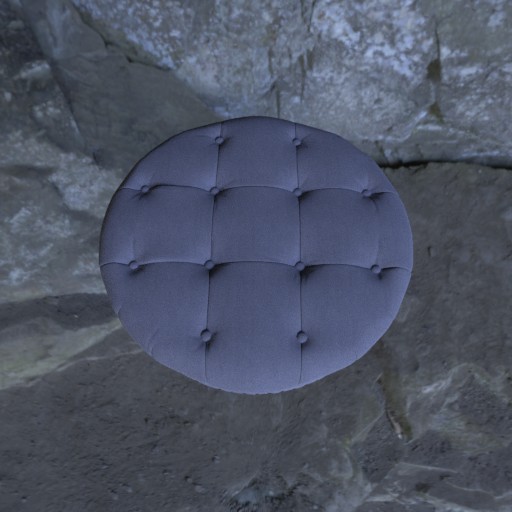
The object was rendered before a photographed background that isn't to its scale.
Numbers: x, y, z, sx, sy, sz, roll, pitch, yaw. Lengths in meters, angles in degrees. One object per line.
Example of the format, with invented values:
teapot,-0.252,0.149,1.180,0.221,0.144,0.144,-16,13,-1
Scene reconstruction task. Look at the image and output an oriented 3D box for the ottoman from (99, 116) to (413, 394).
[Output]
ottoman,0.000,0.000,1.420,0.901,0.439,0.901,0,64,0
